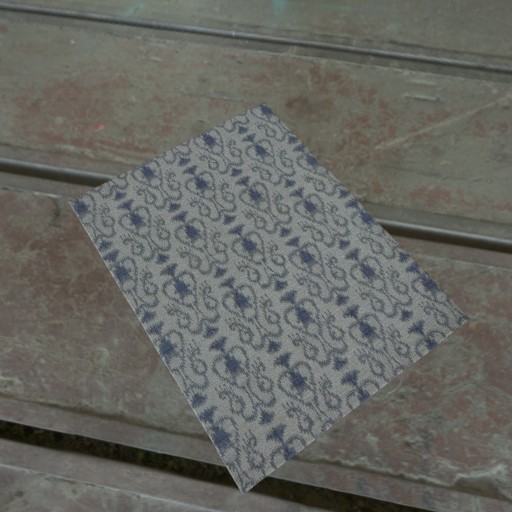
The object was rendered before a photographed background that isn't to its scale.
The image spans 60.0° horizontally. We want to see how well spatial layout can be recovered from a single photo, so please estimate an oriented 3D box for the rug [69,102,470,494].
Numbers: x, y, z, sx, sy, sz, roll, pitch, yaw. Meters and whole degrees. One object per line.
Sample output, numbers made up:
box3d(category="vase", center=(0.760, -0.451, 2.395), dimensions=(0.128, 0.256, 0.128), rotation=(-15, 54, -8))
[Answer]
box3d(category="rug", center=(0.000, 0.000, 4.229), dimensions=(2.437, 0.015, 3.205), rotation=(-32, 67, -15))
